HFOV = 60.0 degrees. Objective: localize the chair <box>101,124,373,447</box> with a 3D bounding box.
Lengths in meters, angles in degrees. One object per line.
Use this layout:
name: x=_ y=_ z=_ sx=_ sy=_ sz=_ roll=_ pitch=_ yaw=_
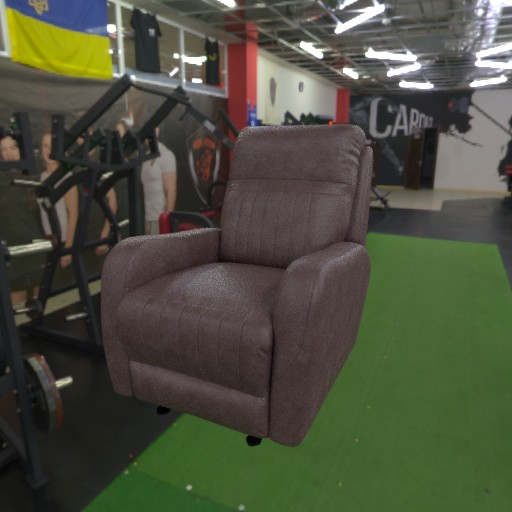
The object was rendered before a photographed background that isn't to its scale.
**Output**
chair: x=0.000 y=0.000 z=1.843 sx=0.865 sy=1.067 sz=1.067 roll=7 pitch=17 yaw=26
